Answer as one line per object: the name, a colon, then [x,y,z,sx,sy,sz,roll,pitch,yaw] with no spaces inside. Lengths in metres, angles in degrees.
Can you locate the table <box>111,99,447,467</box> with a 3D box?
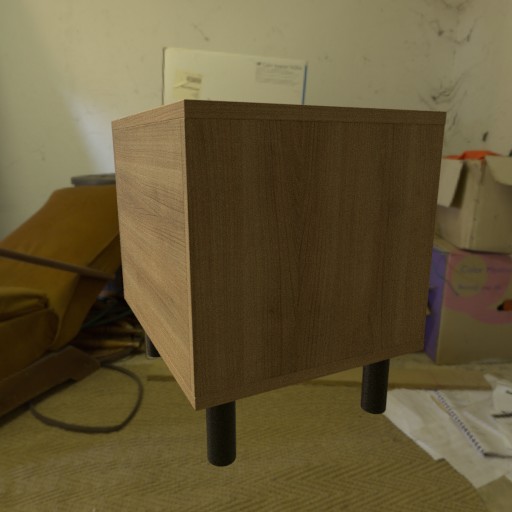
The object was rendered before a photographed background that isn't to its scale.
table: [0.000,0.000,0.768,0.380,0.460,0.445,-7,16,-26]
